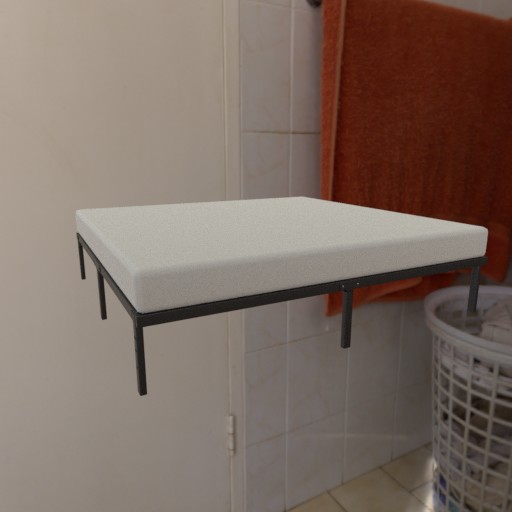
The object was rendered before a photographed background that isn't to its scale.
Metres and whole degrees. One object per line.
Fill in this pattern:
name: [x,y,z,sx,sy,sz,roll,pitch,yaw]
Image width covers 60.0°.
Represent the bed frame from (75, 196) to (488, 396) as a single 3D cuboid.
bed frame: [0.000,0.000,3.846,2.635,0.680,2.526,-7,15,-27]
